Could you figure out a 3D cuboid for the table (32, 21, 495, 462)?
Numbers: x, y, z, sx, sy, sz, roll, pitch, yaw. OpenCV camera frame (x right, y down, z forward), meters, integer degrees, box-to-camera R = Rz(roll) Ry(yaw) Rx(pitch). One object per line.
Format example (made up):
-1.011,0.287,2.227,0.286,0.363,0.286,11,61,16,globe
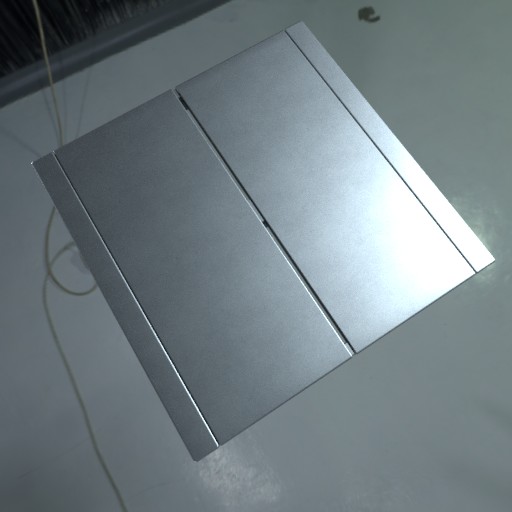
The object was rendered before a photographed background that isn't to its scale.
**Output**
0.000,0.000,0.908,0.508,0.508,0.508,-31,77,-8,table
